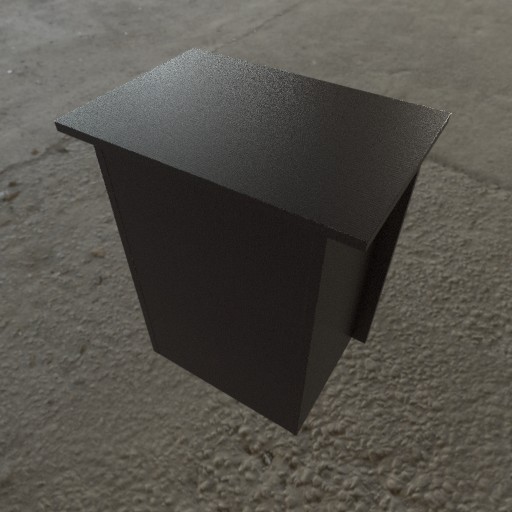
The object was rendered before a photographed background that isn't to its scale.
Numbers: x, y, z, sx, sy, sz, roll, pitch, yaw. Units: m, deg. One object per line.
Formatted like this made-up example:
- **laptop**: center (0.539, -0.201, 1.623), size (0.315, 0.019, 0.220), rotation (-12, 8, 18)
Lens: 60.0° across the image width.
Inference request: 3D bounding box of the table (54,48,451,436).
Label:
- **table**: center (0.000, 0.000, 1.049), size (0.589, 0.711, 0.408), rotation (24, 50, 22)
